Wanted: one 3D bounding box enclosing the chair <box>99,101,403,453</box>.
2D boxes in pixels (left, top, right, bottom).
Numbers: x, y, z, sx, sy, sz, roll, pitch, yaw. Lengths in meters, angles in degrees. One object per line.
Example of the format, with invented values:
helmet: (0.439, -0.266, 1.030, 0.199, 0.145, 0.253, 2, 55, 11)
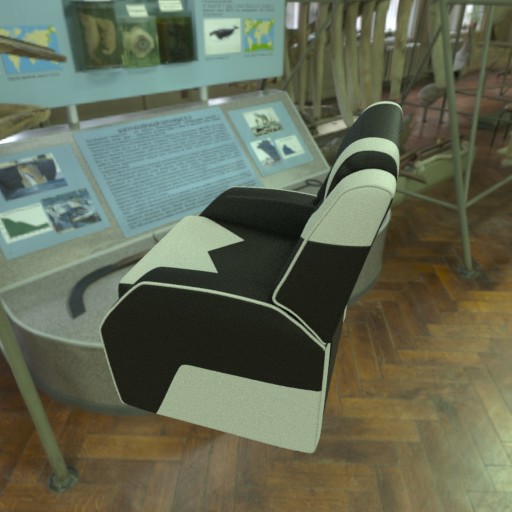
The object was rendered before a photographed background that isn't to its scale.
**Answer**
chair: (0.000, 0.000, 1.244, 0.672, 0.805, 0.620, 9, 32, 15)
